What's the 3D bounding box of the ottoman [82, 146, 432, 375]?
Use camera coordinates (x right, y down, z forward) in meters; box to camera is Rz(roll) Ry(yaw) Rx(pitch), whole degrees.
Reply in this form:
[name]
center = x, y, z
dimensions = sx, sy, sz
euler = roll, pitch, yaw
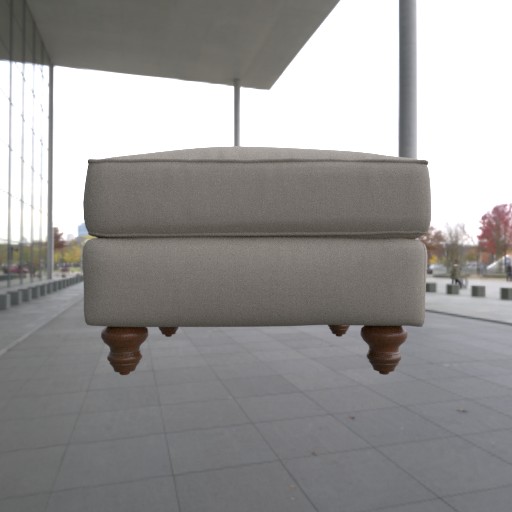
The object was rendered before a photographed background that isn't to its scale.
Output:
[ottoman]
center = 0.000, 0.000, 1.179
dimensions = 0.716, 0.505, 0.662
euler = 0, -1, 0
